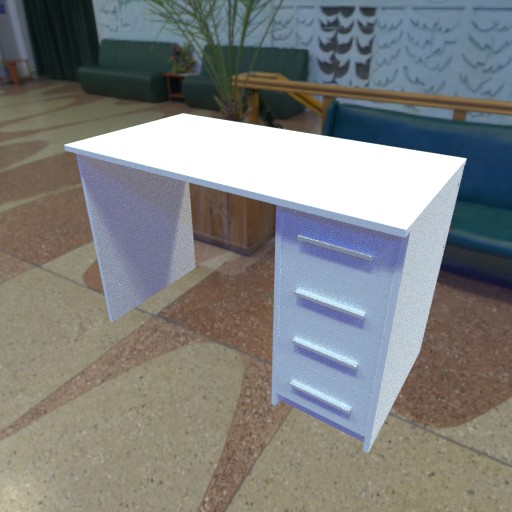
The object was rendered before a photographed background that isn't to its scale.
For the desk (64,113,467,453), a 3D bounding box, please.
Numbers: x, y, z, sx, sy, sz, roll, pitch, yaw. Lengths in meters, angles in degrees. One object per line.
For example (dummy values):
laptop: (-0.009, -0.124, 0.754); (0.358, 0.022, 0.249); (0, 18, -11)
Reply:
desk: (0.000, 0.000, 1.526); (1.096, 0.730, 0.560); (18, 34, 29)
